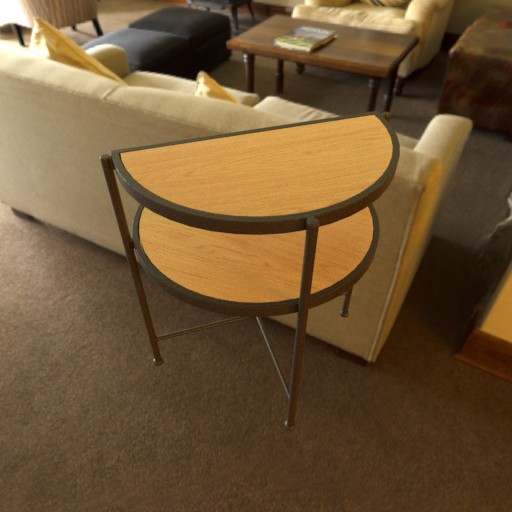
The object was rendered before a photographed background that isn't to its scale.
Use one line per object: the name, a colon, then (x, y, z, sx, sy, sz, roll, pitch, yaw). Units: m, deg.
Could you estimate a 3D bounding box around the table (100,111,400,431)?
table: (0.000, 0.000, 1.137, 0.629, 0.684, 0.628, -12, 44, -13)
